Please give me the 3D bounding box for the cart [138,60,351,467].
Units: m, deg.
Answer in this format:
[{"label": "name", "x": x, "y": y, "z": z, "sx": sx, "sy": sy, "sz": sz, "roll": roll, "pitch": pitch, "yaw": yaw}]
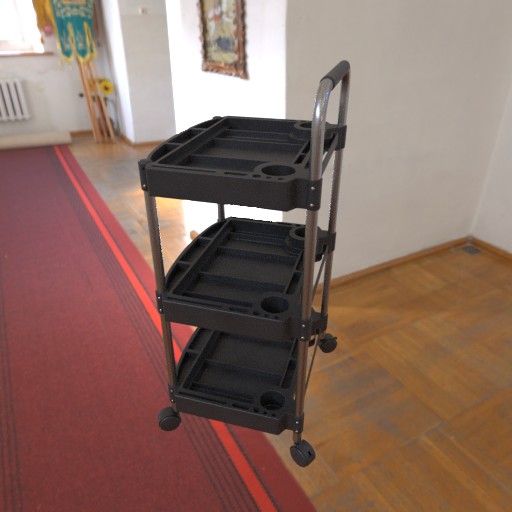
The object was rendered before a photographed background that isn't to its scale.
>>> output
[{"label": "cart", "x": 0.000, "y": 0.000, "z": 1.347, "sx": 0.518, "sy": 1.075, "sz": 0.584, "roll": 8, "pitch": 30, "yaw": 14}]
